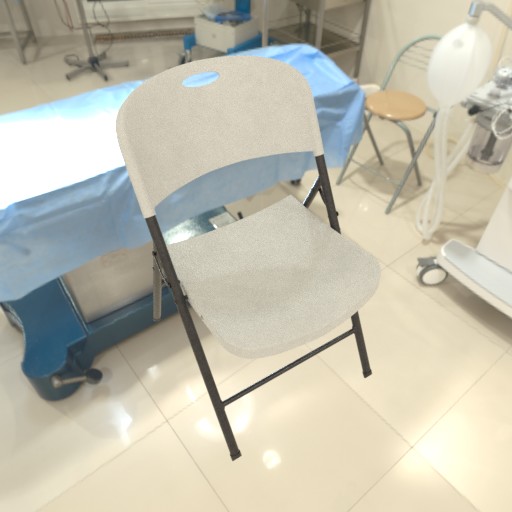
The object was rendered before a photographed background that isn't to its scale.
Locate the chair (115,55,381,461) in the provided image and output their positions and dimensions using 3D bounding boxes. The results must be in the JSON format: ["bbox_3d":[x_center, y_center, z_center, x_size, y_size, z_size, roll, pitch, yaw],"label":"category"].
[{"bbox_3d":[0.000,0.000,1.144,0.494,0.810,0.566,-24,50,-22],"label":"chair"}]
